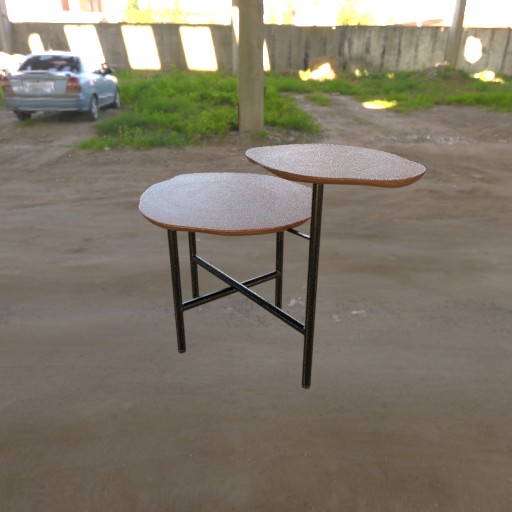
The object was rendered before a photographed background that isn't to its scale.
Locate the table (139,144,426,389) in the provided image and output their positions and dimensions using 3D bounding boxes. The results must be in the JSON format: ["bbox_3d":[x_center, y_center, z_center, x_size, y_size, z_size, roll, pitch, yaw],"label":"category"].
[{"bbox_3d":[0.000,0.000,1.061,0.442,0.538,0.759,-17,30,-33],"label":"table"}]
